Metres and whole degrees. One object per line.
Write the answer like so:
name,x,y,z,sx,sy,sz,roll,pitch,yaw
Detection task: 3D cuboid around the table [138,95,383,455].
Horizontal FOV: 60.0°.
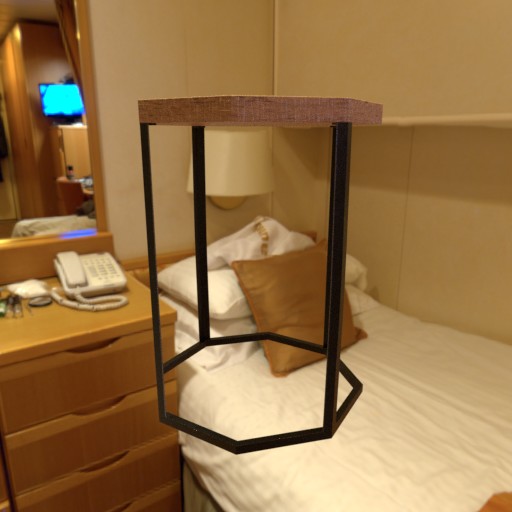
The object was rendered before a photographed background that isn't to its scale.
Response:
table,0.000,0.000,0.857,0.437,0.553,0.437,2,16,8
